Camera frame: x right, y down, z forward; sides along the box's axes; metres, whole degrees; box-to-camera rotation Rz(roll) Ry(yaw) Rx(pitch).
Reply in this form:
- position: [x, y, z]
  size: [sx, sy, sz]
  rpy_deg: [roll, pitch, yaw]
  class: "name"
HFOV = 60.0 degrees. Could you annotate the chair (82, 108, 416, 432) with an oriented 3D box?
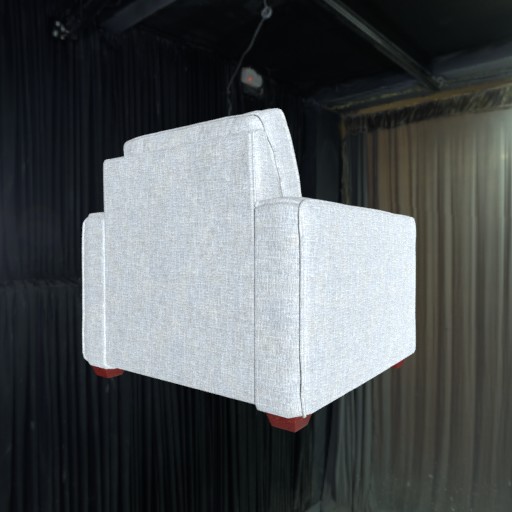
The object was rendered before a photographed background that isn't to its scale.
- position: [0.000, 0.000, 1.770]
  size: [1.016, 0.914, 0.940]
  rpy_deg: [1, 1, 37]
  class: "chair"
